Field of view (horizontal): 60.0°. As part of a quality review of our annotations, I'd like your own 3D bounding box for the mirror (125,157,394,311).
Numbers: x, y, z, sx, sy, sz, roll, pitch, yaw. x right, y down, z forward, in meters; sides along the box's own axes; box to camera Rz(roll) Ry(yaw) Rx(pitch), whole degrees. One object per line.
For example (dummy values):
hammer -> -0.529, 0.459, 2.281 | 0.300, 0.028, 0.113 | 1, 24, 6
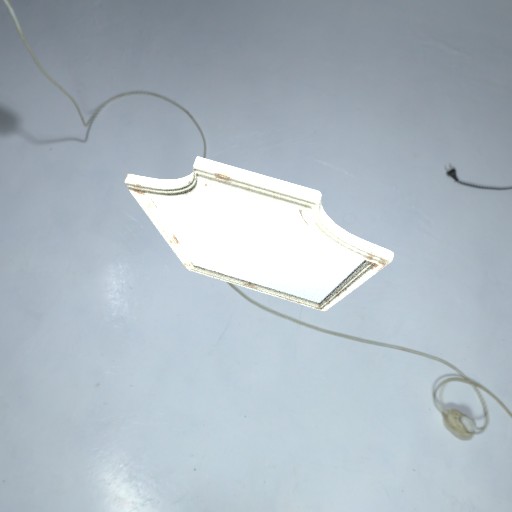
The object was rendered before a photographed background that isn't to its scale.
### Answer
mirror -> 0.000, 0.000, 0.859 | 0.403, 0.717, 0.022 | 17, 77, 4
